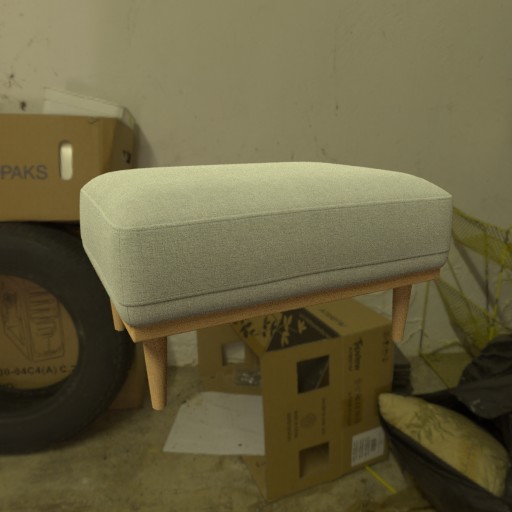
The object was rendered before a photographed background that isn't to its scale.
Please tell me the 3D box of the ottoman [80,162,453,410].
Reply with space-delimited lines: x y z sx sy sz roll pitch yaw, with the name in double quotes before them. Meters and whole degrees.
"ottoman" 0.000 0.000 1.085 0.749 0.428 0.549 -8 18 -26
